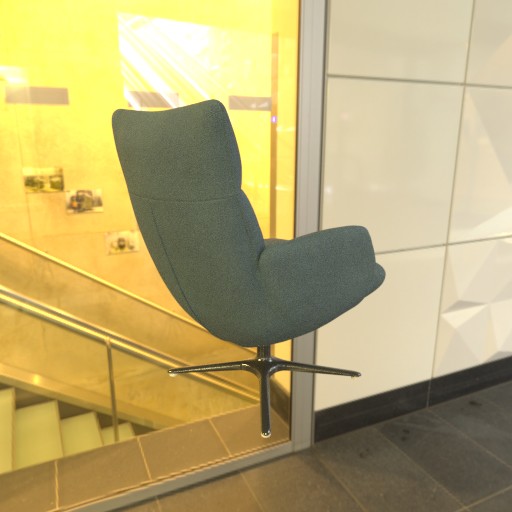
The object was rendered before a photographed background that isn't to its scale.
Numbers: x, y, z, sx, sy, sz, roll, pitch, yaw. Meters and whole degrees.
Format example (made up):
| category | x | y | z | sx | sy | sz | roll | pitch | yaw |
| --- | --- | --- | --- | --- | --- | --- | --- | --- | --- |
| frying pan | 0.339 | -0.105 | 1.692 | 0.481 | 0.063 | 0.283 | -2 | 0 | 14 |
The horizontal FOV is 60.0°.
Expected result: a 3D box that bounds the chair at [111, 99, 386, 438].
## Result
| category | x | y | z | sx | sy | sz | roll | pitch | yaw |
| --- | --- | --- | --- | --- | --- | --- | --- | --- | --- |
| chair | 0.000 | 0.000 | 1.626 | 0.889 | 1.016 | 0.711 | -14 | 20 | -42 |
